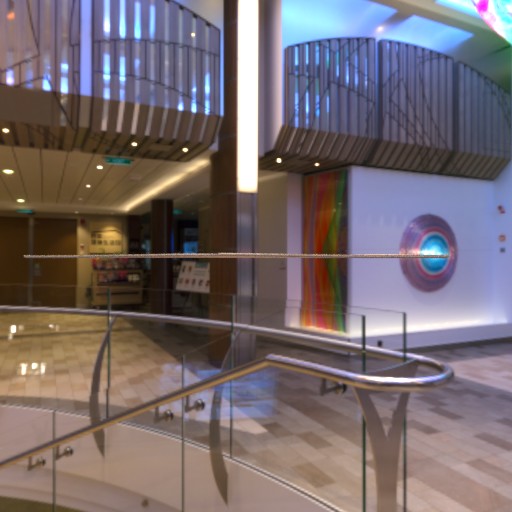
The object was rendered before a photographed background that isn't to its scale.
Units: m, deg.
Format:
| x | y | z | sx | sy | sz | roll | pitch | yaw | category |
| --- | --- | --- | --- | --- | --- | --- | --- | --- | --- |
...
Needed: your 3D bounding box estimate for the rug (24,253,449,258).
| x | y | z | sx | sy | sz | roll | pitch | yaw | category |
| --- | --- | --- | --- | --- | --- | --- | --- | --- | --- |
| 0.000 | 0.000 | 4.321 | 3.245 | 0.046 | 2.467 | 0 | 0 | 18 | rug |
